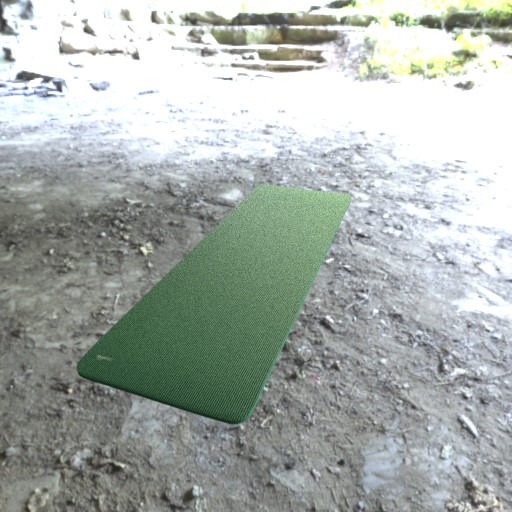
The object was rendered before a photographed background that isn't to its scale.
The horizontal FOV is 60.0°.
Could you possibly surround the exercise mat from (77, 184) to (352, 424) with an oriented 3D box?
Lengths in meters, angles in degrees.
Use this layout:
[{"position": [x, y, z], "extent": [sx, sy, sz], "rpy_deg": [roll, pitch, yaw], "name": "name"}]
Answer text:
[{"position": [0.000, 0.000, 2.106], "extent": [0.616, 0.021, 1.869], "rpy_deg": [10, 31, 17], "name": "exercise mat"}]
